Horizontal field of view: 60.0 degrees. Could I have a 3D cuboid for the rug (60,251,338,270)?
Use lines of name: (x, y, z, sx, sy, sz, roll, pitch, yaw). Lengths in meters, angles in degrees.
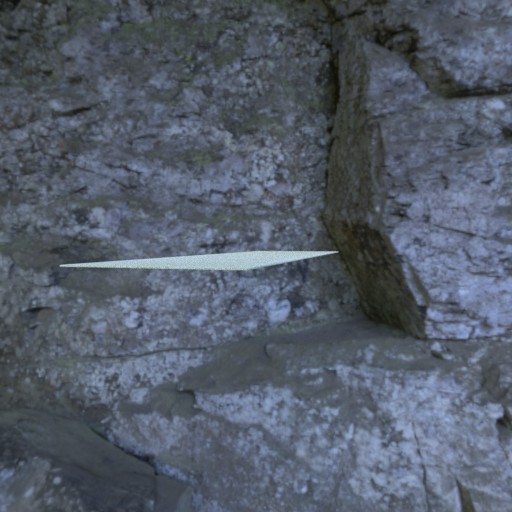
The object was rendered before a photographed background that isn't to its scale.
rug: (0.000, 0.000, 2.607, 0.686, 0.006, 2.437, 1, 2, 17)
